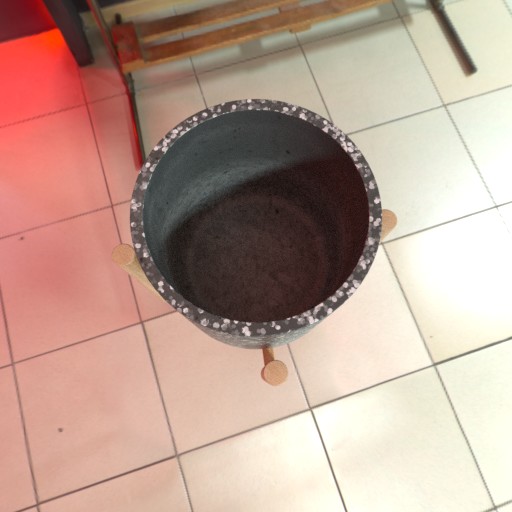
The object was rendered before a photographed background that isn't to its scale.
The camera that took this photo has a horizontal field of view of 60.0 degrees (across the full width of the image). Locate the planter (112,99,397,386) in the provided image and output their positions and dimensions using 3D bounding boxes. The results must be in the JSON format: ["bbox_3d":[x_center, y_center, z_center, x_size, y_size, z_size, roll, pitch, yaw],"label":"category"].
[{"bbox_3d":[0.000,0.000,0.545,0.284,0.320,0.284,14,75,4],"label":"planter"}]
